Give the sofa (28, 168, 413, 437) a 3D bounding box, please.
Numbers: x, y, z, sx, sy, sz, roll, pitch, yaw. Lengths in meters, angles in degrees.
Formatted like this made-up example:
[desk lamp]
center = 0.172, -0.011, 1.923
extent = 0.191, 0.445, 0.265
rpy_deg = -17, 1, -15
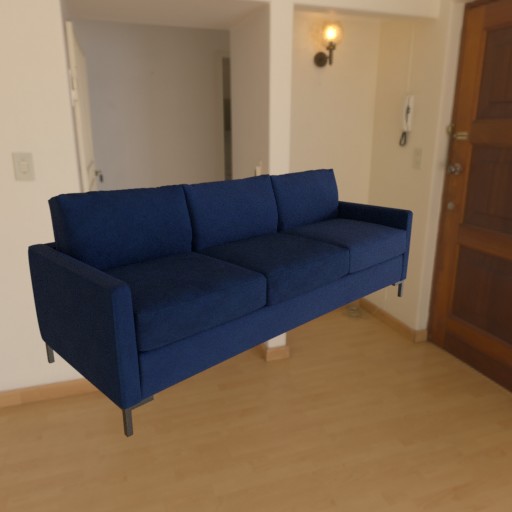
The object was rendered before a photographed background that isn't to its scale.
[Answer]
[sofa]
center = 0.000, 0.000, 2.613
extent = 2.252, 0.879, 0.875
rpy_deg = -15, 22, -42
